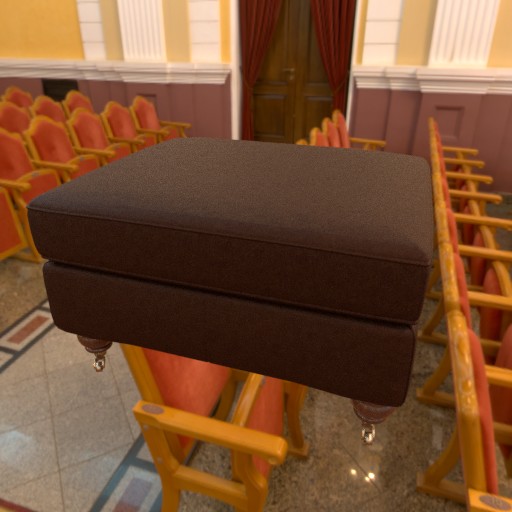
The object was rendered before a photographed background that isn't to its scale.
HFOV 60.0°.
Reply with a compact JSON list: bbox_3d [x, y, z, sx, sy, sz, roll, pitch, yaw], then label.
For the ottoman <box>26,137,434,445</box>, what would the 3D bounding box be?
[{"bbox_3d":[0.000,0.000,1.711,1.187,0.730,0.967,9,28,17],"label":"ottoman"}]
